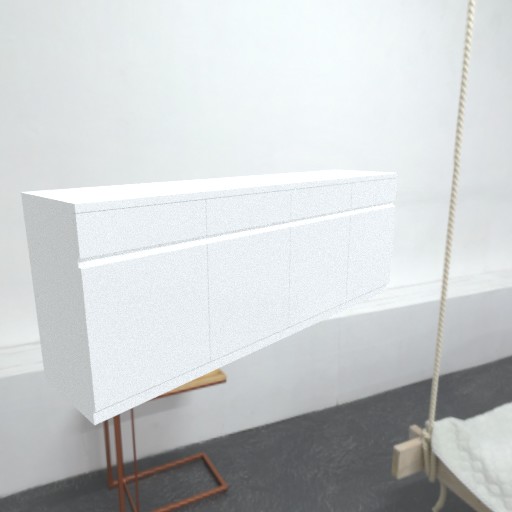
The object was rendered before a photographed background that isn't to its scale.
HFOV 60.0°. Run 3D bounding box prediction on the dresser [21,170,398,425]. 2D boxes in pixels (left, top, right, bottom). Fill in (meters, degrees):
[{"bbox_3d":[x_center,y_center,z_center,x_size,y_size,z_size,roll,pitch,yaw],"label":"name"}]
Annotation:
[{"bbox_3d":[0.000,0.000,2.484,0.500,0.840,2.200,14,20,43],"label":"dresser"}]
